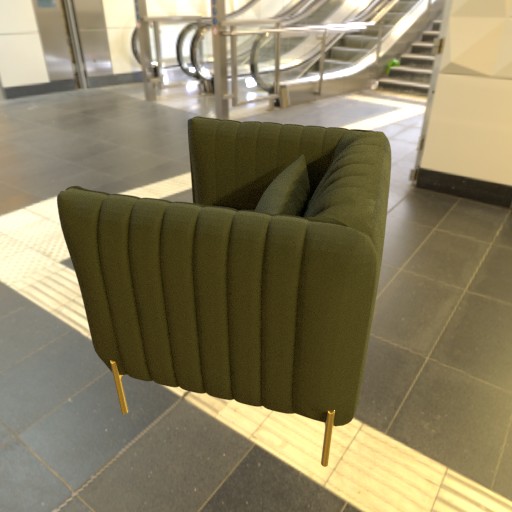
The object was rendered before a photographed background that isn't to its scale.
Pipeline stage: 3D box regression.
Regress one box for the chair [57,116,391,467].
[{"bbox_3d":[0.000,0.000,1.646,0.877,0.794,1.032,9,31,14],"label":"chair"}]
